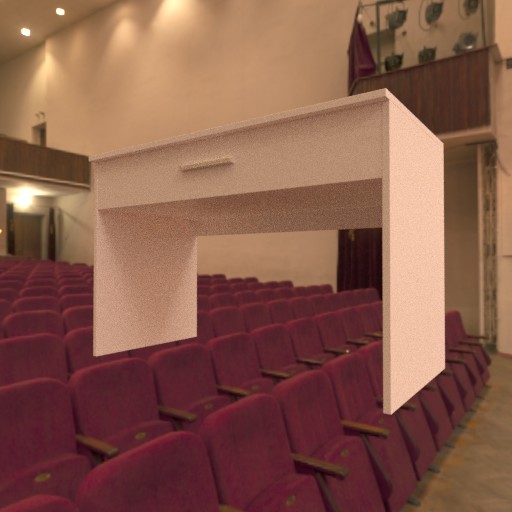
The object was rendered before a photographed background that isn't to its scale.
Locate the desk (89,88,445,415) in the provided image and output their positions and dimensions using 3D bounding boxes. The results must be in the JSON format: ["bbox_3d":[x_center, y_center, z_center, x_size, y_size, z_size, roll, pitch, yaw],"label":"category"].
[{"bbox_3d":[0.000,0.000,1.525,1.100,0.730,0.560,-1,-1,35],"label":"desk"}]
